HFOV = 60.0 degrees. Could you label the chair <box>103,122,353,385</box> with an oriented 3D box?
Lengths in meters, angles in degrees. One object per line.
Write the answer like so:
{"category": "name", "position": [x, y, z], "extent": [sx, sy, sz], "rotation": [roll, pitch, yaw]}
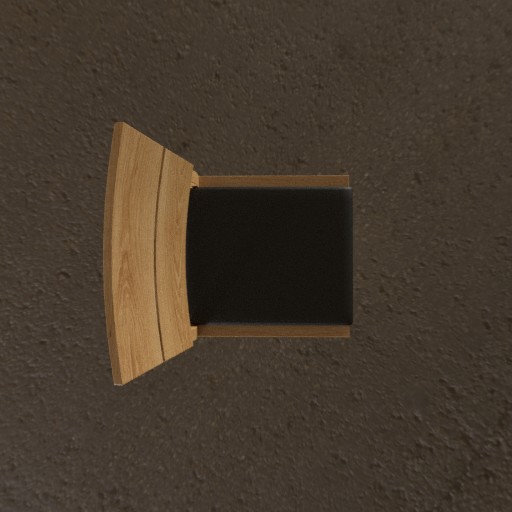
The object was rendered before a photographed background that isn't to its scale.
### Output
{"category": "chair", "position": [0.000, 0.000, 1.277], "extent": [0.569, 0.950, 0.475], "rotation": [0, 89, -1]}
